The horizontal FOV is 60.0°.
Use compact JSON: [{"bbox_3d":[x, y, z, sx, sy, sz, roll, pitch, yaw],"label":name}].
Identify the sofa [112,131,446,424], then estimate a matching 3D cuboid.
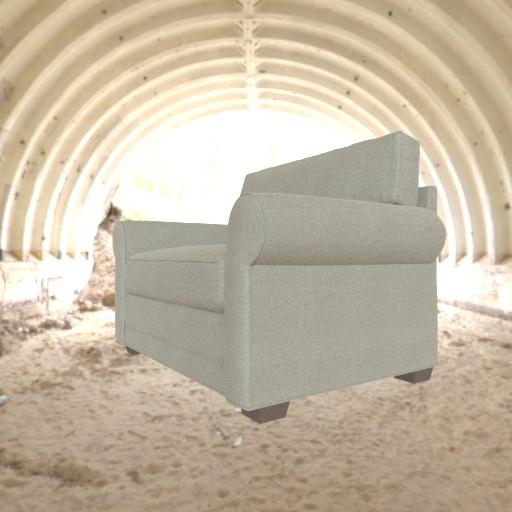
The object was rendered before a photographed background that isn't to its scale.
[{"bbox_3d":[0.000,0.000,2.027,0.936,0.991,1.405,0,0,-34],"label":"sofa"}]
